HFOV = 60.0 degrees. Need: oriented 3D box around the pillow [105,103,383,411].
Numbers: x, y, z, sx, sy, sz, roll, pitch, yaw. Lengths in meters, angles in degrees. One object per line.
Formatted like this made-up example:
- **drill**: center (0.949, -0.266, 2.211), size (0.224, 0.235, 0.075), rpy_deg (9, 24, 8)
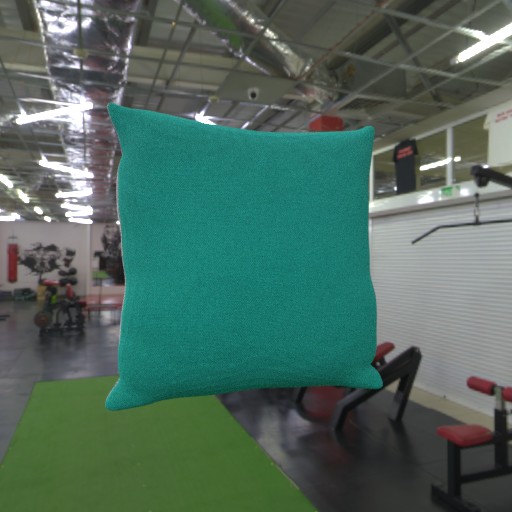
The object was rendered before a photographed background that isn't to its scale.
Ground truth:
- **pillow**: center (0.000, 0.000, 0.685), size (0.440, 0.441, 0.182), rpy_deg (0, -1, -18)
